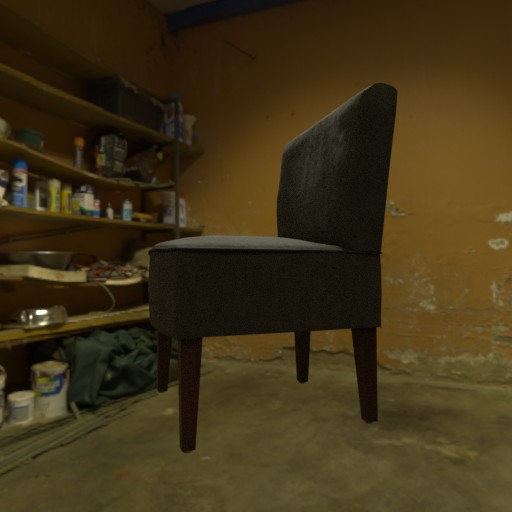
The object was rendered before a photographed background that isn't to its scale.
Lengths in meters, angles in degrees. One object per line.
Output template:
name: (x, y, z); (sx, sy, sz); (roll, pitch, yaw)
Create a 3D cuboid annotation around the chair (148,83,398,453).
chair: (0.000, 0.000, 1.184); (0.554, 0.806, 0.521); (1, -2, -18)
